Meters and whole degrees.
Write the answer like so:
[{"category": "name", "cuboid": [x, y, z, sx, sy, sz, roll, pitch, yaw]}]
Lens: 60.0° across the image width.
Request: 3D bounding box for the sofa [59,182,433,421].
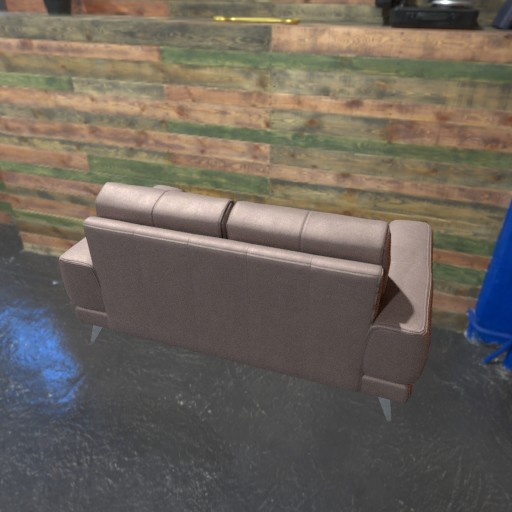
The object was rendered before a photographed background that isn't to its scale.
[{"category": "sofa", "cuboid": [0.000, 0.000, 2.399, 1.806, 0.907, 1.018, 10, 33, 16]}]
